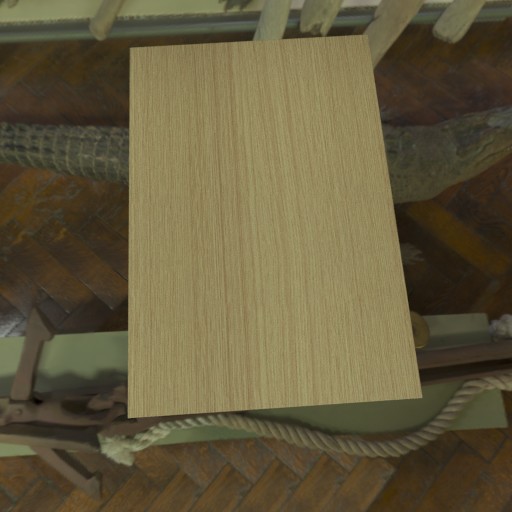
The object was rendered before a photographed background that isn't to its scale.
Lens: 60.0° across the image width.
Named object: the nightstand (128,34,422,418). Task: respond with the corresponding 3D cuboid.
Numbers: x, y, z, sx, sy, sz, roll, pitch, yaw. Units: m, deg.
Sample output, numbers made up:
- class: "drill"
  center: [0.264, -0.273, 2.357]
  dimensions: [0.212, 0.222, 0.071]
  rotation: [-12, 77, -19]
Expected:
- class: "nightstand"
  center: [0.000, 0.000, 0.951]
  dimensions: [0.407, 0.610, 0.571]
  rotation: [-4, 76, -1]
